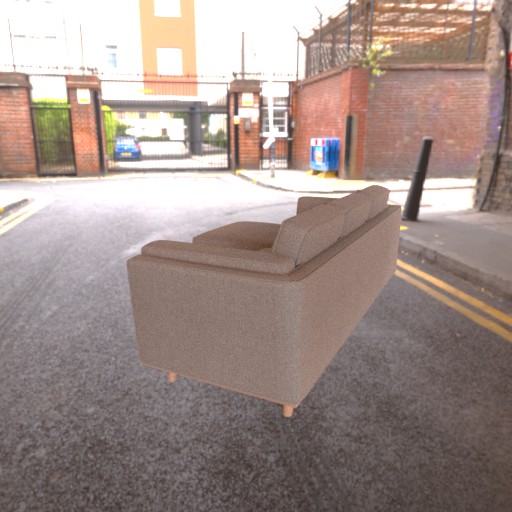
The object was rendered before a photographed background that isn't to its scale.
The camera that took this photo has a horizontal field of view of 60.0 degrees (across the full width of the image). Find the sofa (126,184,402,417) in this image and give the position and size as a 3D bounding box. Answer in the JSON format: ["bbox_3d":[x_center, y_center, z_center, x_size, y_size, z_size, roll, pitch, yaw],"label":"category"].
[{"bbox_3d":[0.000,0.000,3.158,1.604,0.929,2.411,7,16,26],"label":"sofa"}]
